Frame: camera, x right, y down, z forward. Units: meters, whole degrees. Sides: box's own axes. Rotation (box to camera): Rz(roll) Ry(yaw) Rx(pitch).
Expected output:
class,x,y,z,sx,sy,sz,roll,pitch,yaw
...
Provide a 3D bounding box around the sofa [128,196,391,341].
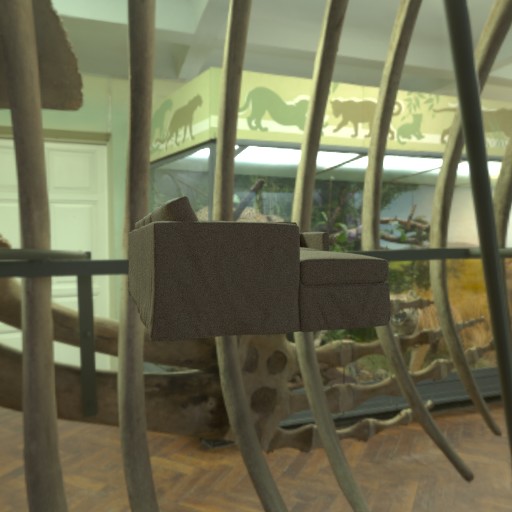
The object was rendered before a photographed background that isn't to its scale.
class,x,y,z,sx,sy,sz,roll,pitch,yaw
sofa,0.000,0.000,4.582,2.476,0.878,3.528,-1,2,-18
